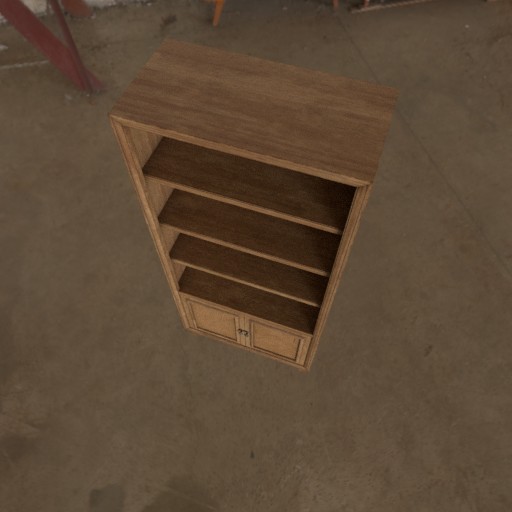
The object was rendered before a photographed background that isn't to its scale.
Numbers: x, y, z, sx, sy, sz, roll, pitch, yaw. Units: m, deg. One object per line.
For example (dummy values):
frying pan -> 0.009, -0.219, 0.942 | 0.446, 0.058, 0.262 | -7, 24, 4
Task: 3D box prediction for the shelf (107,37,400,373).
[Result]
shelf -> 0.000, 0.000, 2.274 | 0.864, 1.930, 0.453 | 17, 60, 10
